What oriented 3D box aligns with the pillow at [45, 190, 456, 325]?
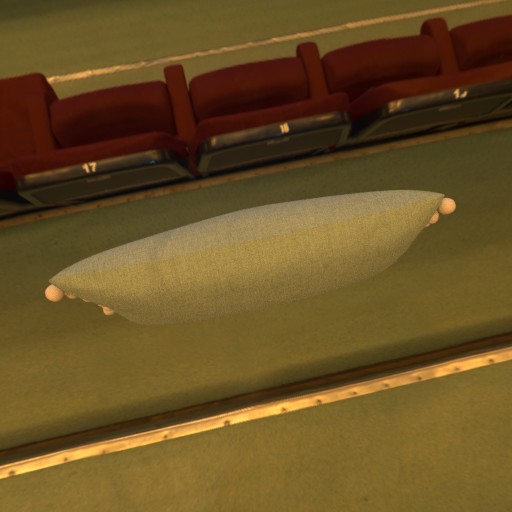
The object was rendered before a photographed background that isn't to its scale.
[{"bbox_3d":[0.000,0.000,0.861,0.709,0.322,0.201,-13,77,-3],"label":"pillow"}]
